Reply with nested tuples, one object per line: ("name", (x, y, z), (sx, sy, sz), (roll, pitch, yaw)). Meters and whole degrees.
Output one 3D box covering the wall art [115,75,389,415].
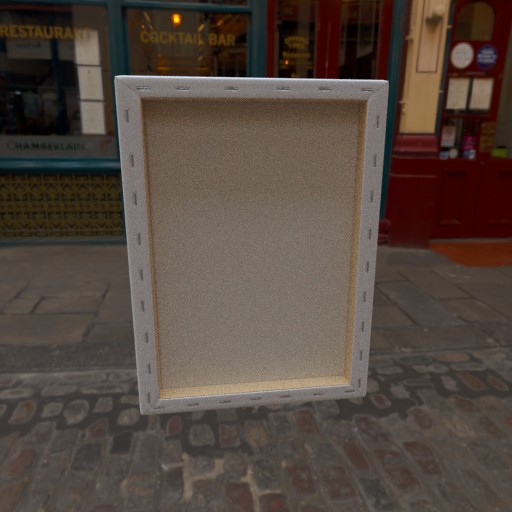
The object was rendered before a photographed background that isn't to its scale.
("wall art", (0.000, 0.000, 0.822), (0.455, 0.613, 0.037), (-2, 15, -8))
